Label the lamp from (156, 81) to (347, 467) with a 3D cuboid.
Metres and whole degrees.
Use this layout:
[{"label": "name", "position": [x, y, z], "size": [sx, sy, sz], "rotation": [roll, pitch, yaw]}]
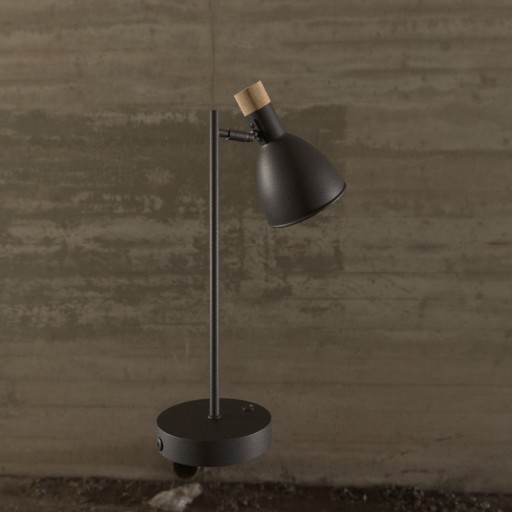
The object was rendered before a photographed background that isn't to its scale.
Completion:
[{"label": "lamp", "position": [0.000, 0.000, 0.618], "size": [0.287, 0.483, 0.152], "rotation": [0, 1, -33]}]
